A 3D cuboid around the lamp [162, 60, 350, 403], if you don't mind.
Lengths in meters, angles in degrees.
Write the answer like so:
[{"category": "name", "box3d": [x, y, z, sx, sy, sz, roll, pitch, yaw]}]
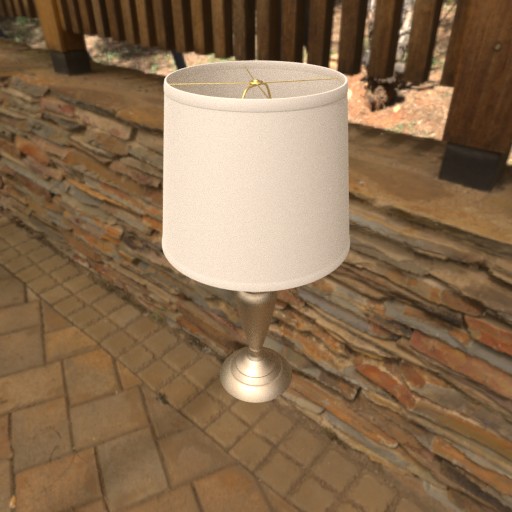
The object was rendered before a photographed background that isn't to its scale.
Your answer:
[{"category": "lamp", "box3d": [0.000, 0.000, 0.810, 0.328, 0.619, 0.328, 0, 33, 0]}]
